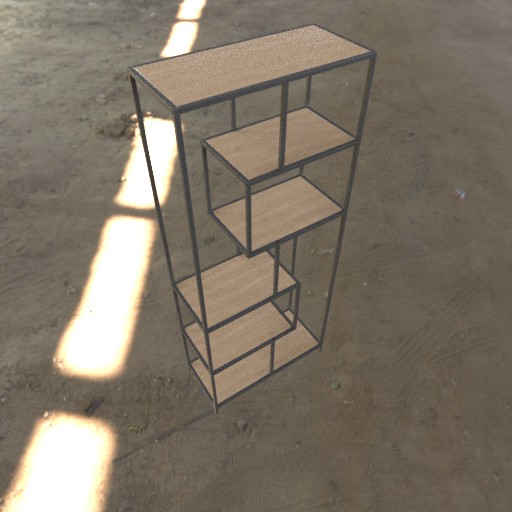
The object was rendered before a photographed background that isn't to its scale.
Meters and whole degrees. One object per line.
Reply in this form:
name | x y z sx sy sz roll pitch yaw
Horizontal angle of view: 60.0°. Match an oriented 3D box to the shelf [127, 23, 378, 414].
shelf | 0.000 0.000 2.126 0.770 1.850 0.350 -25 50 -23
